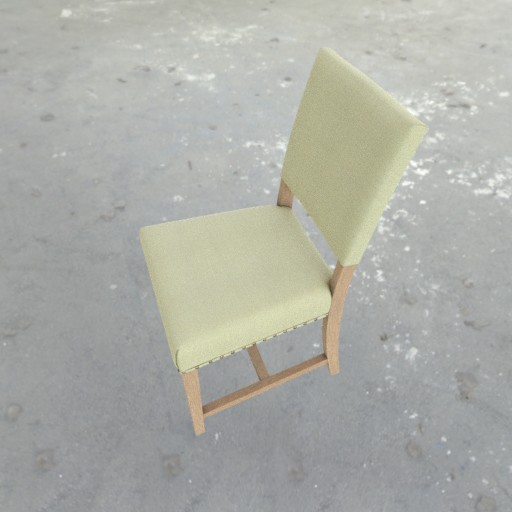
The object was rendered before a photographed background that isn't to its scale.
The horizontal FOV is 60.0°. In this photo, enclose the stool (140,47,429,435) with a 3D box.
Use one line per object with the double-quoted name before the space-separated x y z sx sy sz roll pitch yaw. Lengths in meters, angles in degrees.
"stool" 0.000 0.000 1.323 0.623 0.986 0.508 -15 48 -14
